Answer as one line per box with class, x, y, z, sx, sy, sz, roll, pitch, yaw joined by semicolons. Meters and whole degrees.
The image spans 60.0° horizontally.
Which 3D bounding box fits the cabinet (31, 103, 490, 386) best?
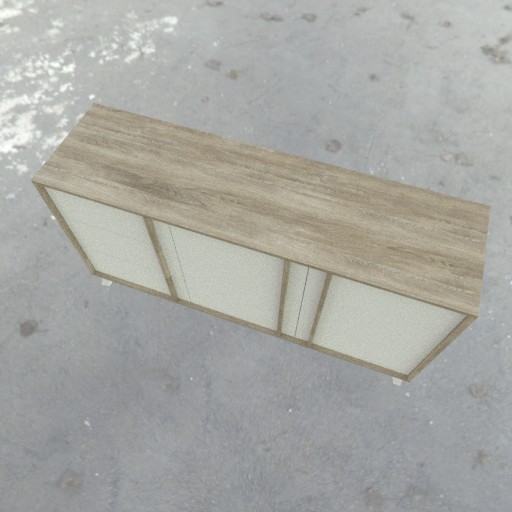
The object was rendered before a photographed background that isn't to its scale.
cabinet;0.000;0.000;1.969;1.600;0.870;0.450;17;60;10
